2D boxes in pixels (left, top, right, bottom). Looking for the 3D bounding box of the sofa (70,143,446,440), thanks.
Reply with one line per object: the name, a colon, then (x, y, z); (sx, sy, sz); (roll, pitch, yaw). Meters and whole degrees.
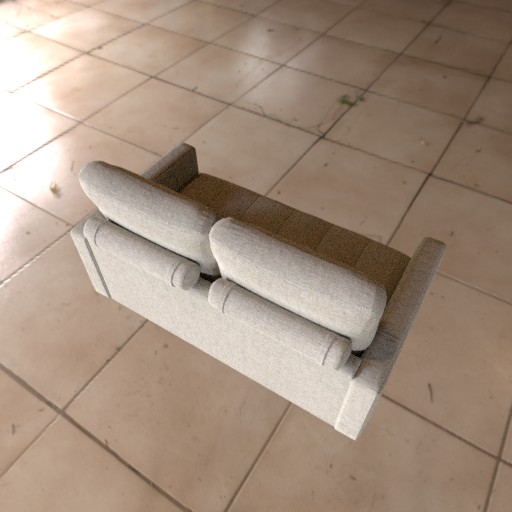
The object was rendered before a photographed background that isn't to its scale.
sofa: (0.000, 0.000, 1.955); (1.407, 0.907, 0.842); (25, 53, 20)
